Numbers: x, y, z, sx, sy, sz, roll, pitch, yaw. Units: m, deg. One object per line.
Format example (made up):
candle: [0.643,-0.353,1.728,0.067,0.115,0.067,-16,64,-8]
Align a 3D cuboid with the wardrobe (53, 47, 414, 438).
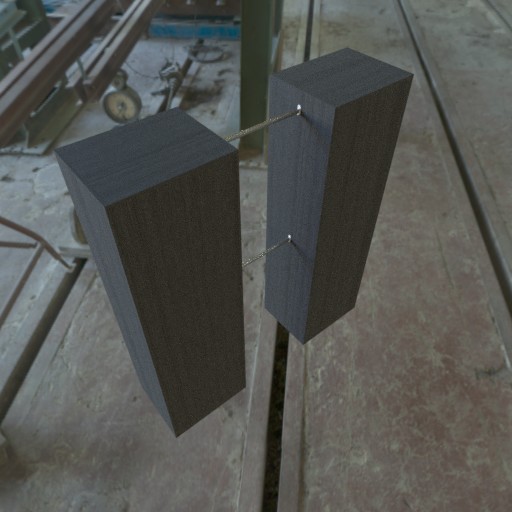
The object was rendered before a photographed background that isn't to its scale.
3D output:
wardrobe: [0.000,0.000,2.805,1.770,2.000,0.480,-30,52,-26]
